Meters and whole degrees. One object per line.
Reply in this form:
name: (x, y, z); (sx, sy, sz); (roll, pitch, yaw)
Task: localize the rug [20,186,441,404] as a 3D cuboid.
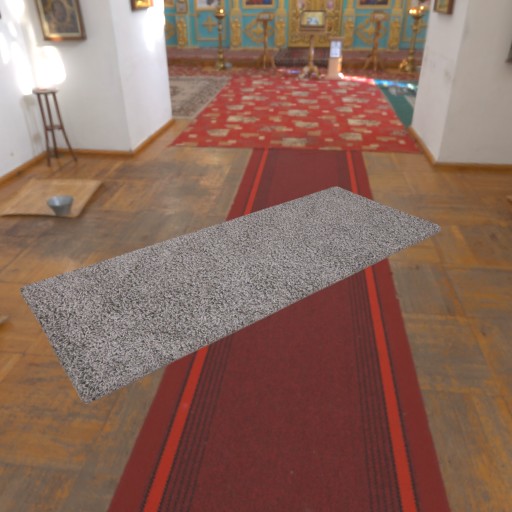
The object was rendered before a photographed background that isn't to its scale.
rug: (0.000, 0.000, 1.674); (1.524, 0.030, 0.609); (-21, 36, -32)
